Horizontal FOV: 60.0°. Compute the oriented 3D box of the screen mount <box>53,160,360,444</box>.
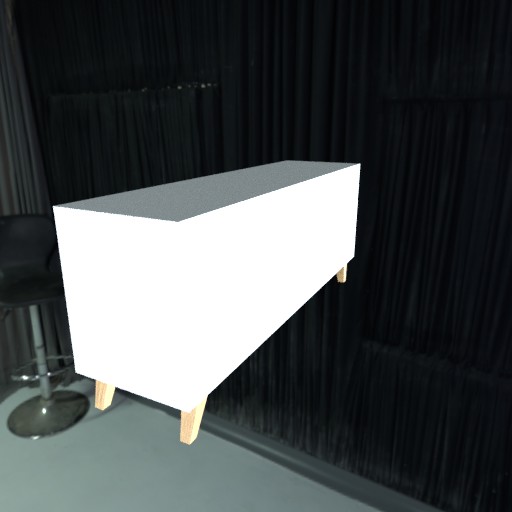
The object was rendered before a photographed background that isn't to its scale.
[{"bbox_3d":[0.000,0.000,1.774,0.400,0.619,1.490,9,19,26],"label":"screen mount"}]
